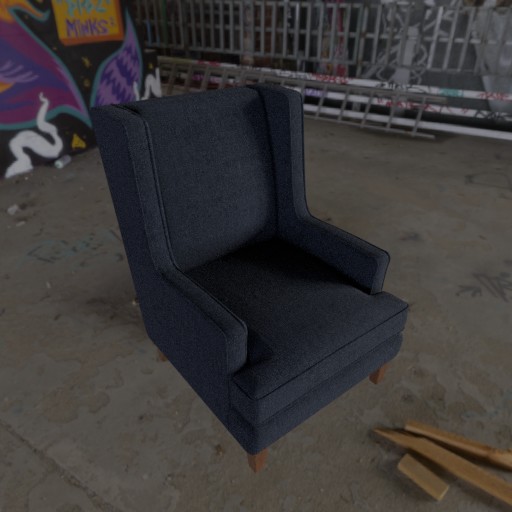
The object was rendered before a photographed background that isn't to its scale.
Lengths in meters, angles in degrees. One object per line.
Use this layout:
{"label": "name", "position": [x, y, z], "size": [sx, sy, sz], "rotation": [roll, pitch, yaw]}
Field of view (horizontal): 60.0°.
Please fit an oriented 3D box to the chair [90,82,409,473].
{"label": "chair", "position": [0.000, 0.000, 1.703], "size": [0.764, 1.072, 0.947], "rotation": [-22, 38, -32]}
